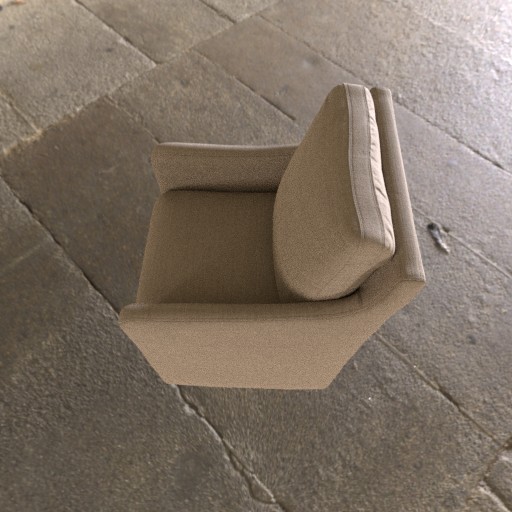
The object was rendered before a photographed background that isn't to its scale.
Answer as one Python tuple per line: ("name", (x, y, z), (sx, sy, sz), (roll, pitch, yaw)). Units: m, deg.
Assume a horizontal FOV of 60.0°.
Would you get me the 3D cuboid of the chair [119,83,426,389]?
("chair", (0.000, 0.000, 1.362), (0.694, 0.914, 0.626), (1, 60, 1))
